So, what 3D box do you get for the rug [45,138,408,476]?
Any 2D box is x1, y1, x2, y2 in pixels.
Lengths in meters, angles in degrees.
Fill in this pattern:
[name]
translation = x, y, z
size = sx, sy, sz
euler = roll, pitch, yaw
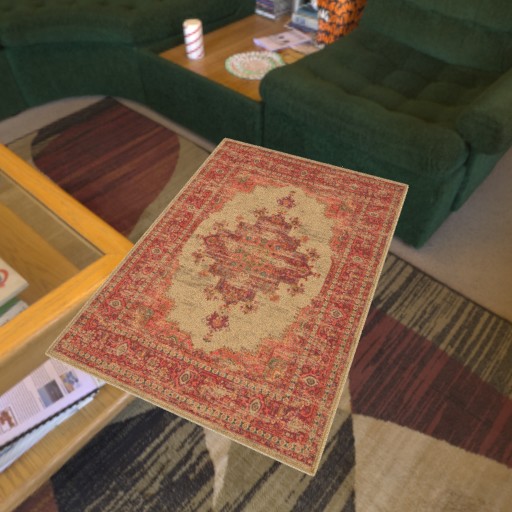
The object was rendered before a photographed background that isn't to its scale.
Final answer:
[rug]
translation = 0.000, 0.000, 2.889
size = 1.555, 0.011, 2.232
euler = 18, 51, 15
